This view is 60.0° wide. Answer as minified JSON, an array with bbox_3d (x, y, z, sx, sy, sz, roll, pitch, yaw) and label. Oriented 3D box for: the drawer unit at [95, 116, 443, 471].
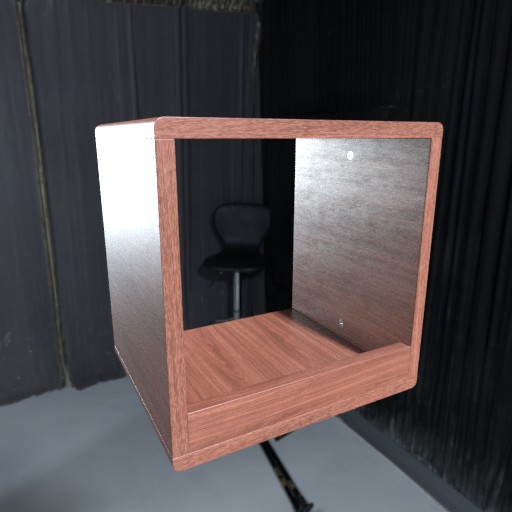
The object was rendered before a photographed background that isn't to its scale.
[{"bbox_3d":[0.000,0.000,0.613,0.349,0.351,0.290,-8,17,-27],"label":"drawer unit"}]
